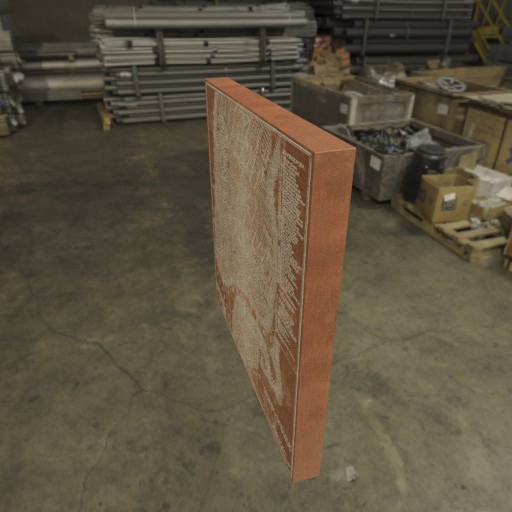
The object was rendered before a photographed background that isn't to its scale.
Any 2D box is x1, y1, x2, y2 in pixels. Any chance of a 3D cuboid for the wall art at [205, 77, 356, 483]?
[{"bbox_3d":[0.000,0.000,0.603,0.035,0.403,0.403,-9,31,-15],"label":"wall art"}]
